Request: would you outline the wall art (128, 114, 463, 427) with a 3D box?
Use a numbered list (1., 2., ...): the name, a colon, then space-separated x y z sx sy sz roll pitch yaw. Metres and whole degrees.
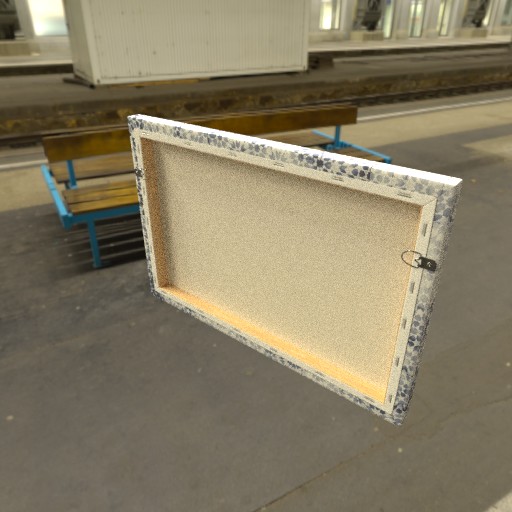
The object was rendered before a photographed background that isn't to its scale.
1. wall art: 0.000 0.000 0.781 0.608 0.406 0.030 21 35 33
